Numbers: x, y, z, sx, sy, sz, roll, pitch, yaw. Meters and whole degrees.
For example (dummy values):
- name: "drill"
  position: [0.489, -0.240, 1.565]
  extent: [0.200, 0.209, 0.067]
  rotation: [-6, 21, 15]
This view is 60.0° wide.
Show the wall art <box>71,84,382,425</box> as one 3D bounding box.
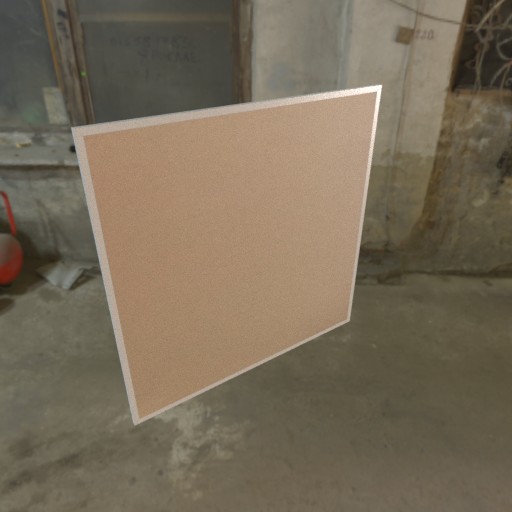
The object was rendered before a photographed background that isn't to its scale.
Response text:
- name: "wall art"
  position: [0.000, 0.000, 1.209]
  extent: [0.809, 0.809, 0.012]
  rotation: [-19, 35, -29]
